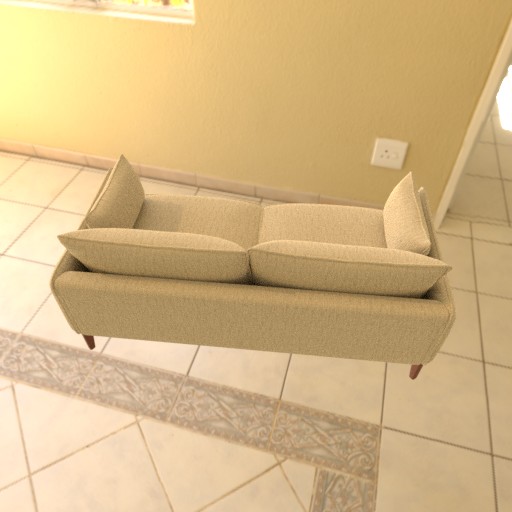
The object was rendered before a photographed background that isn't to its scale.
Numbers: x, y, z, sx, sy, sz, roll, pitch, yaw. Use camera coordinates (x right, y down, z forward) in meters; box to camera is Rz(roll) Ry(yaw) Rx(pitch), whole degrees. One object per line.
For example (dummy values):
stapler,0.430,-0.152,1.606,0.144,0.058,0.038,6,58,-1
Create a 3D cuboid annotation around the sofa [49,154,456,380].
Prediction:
sofa,0.000,0.000,2.540,1.989,0.860,0.991,4,47,4
